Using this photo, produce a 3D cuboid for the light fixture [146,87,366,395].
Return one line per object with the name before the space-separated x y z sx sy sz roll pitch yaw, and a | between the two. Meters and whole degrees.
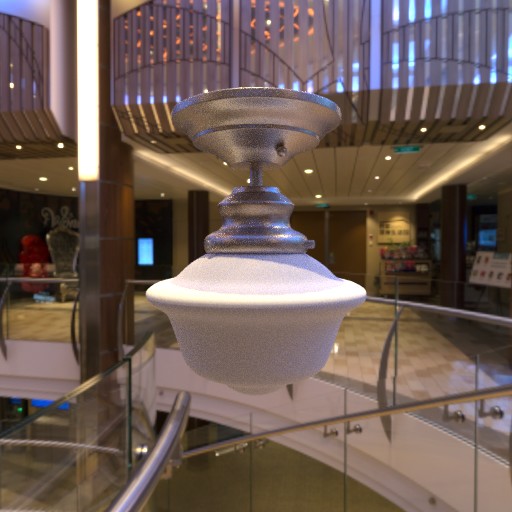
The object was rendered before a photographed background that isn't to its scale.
light fixture | 0.000 0.000 0.407 0.199 0.254 0.199 0 1 0
